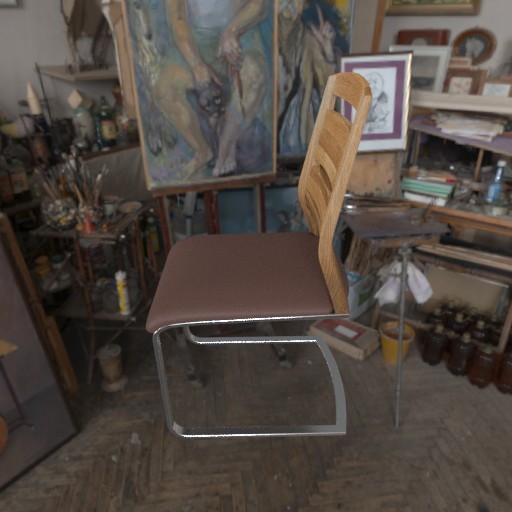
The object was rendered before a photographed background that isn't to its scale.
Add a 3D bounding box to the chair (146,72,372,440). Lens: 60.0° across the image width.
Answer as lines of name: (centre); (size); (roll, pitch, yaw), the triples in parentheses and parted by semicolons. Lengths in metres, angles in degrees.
chair: (0.000, 0.000, 1.270); (0.570, 0.970, 0.460); (-1, 27, -1)
